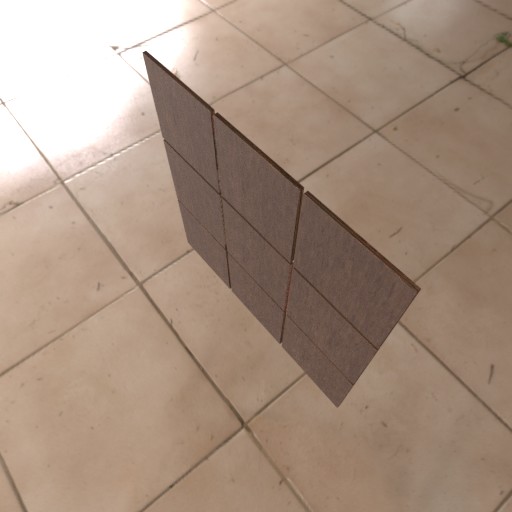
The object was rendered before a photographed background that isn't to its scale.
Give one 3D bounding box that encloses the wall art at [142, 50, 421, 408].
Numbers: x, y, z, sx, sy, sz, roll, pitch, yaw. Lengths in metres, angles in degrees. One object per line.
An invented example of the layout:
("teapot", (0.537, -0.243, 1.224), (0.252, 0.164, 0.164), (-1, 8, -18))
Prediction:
("wall art", (0.000, 0.000, 1.370), (0.013, 0.914, 0.915), (-36, 65, -19))
